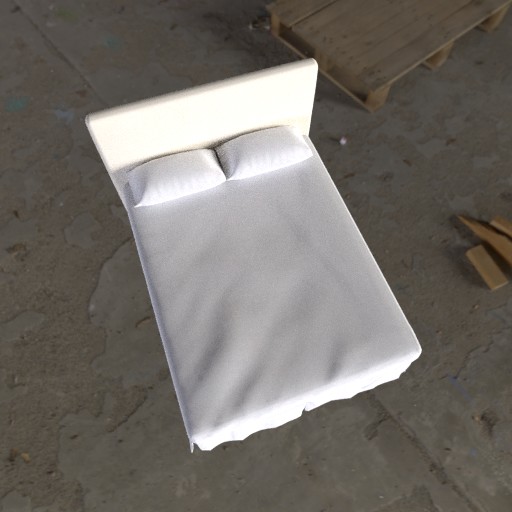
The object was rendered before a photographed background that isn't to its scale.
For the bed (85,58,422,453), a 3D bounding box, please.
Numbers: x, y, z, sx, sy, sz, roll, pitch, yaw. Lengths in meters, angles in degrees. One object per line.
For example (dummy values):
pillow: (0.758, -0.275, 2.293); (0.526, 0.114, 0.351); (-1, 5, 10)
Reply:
bed: (0.000, 0.000, 3.164); (1.713, 1.330, 2.142); (-18, 64, -9)
